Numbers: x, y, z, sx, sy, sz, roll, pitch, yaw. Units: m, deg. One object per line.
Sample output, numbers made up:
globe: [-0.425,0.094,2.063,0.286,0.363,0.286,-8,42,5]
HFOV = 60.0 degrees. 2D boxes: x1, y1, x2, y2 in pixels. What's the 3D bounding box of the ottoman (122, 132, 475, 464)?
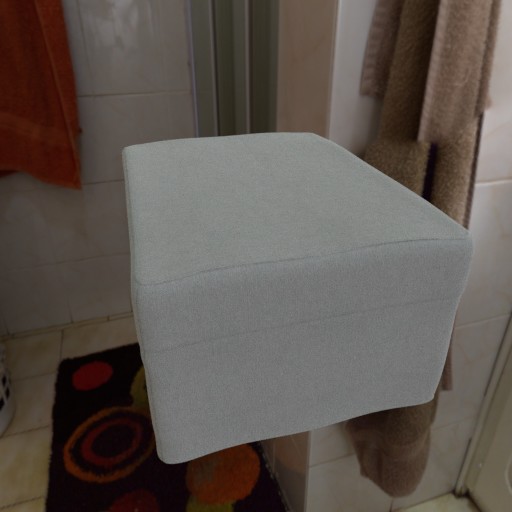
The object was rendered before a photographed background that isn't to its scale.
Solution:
ottoman: [0.000,0.000,1.193,0.648,0.461,0.833,-8,30,-14]
